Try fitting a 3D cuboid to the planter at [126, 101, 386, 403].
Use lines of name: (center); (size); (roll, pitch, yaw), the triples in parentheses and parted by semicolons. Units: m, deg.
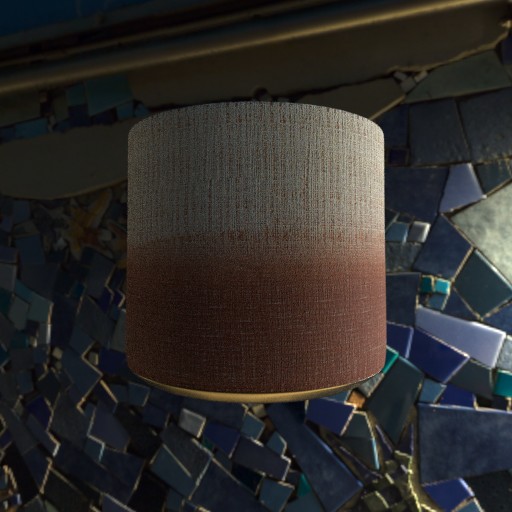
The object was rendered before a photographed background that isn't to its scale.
planter: (0.000, 0.000, 0.391); (0.221, 0.201, 0.221); (0, 0, 0)
